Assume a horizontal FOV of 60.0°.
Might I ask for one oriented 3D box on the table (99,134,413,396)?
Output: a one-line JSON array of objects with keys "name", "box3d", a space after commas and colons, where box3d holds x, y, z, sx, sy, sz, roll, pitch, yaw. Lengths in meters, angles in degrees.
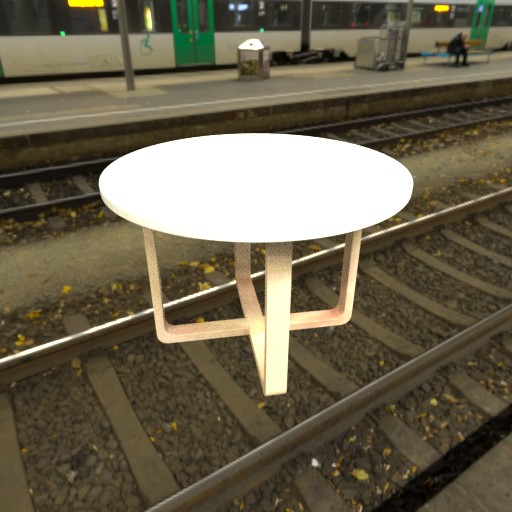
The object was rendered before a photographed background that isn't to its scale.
[{"name": "table", "box3d": [0.000, 0.000, 0.980, 0.600, 0.400, 0.600, 0, 28, 0]}]
